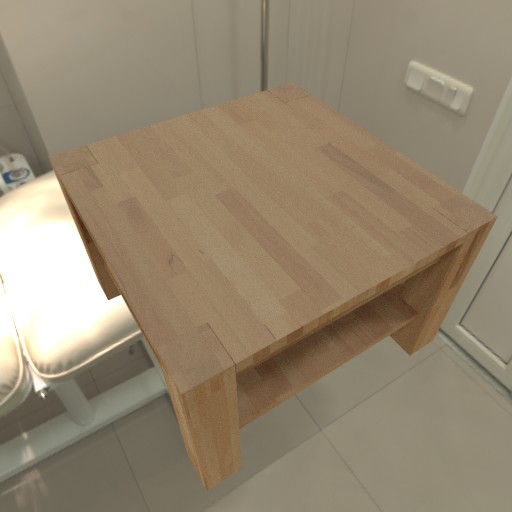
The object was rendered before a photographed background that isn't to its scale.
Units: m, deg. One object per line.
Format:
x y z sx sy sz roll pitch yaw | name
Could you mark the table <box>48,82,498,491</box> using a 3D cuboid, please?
0.000 0.000 1.121 0.700 0.451 0.700 -25 51 -22 | table
